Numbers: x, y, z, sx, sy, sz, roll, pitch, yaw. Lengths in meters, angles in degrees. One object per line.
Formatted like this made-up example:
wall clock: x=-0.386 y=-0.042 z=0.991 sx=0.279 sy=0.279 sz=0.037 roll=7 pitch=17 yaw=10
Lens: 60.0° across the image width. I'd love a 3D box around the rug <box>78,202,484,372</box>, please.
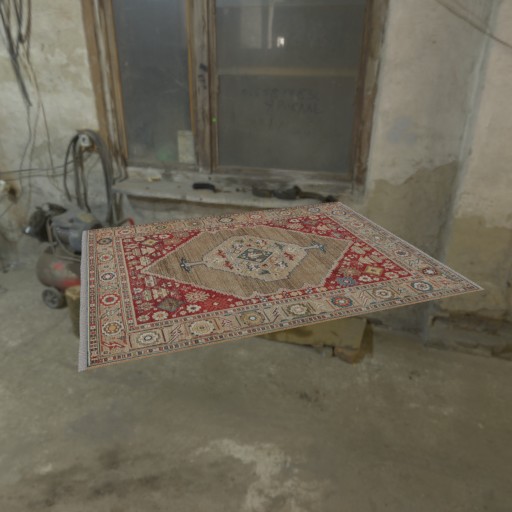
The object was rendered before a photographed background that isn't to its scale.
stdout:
rug: x=0.000 y=0.000 z=4.211 sx=3.143 sy=0.008 sz=2.451 roll=-8 pitch=26 yaw=-17
